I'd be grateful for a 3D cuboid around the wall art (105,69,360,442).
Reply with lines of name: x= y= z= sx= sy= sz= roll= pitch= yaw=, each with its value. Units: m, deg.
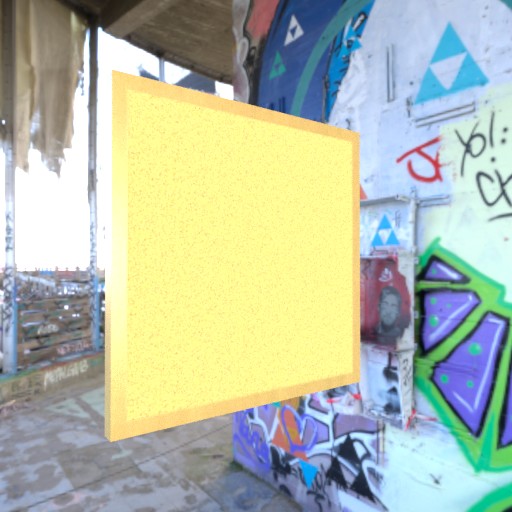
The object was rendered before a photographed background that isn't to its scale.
wall art: x=0.000 y=0.000 z=2.912 sx=1.935 sy=1.936 sz=0.097 roll=1 pitch=-1 yaw=-36
